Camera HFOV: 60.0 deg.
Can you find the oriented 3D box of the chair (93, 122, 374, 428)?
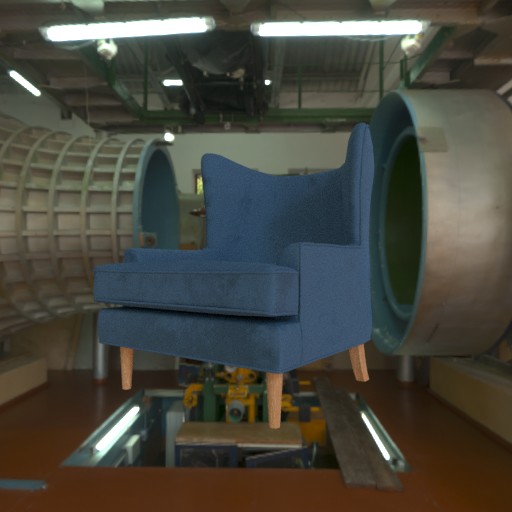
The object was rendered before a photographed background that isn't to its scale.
[{"bbox_3d":[0.000,0.000,1.687,0.793,0.952,0.910,-1,-1,36],"label":"chair"}]
